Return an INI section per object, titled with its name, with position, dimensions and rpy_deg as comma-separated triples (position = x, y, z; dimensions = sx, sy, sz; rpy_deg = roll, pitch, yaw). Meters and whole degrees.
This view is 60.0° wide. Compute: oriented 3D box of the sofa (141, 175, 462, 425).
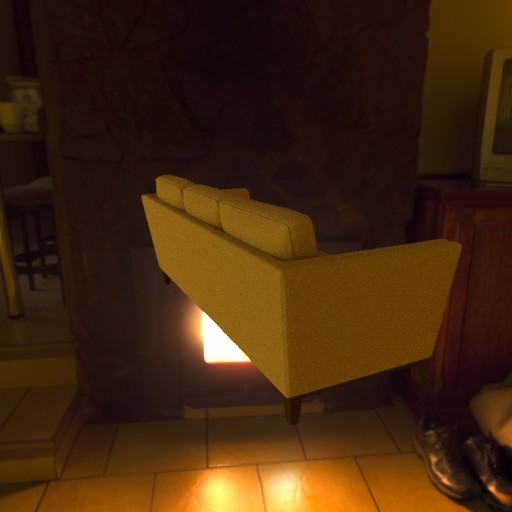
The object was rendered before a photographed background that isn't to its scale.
[sofa]
position = 0.000, 0.000, 2.944
dimensions = 0.965, 0.940, 2.388
rpy_deg = -7, 17, -25
